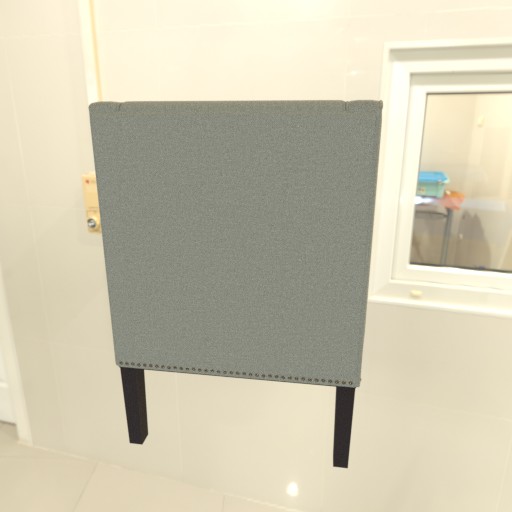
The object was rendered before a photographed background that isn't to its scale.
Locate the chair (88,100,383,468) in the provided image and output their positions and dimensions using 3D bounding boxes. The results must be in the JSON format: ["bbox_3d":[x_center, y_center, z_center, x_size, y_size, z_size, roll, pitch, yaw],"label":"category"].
[{"bbox_3d":[0.000,0.000,1.338,0.610,0.864,0.737,3,18,9],"label":"chair"}]
